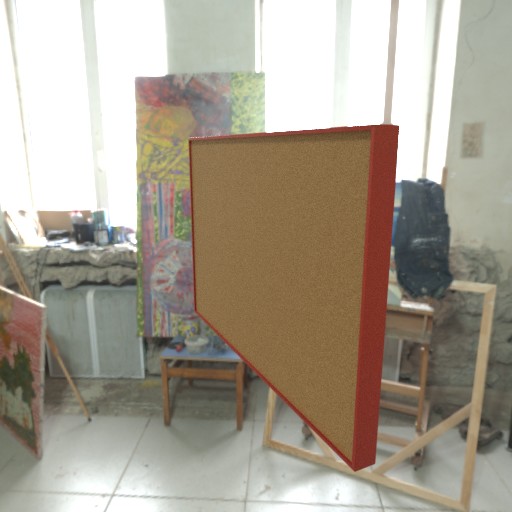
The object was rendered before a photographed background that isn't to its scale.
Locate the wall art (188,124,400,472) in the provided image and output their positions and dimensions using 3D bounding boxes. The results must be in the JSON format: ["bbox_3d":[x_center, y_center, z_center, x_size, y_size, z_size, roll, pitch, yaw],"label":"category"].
[{"bbox_3d":[0.000,0.000,0.761,0.033,0.405,0.607,-7,15,-25],"label":"wall art"}]
